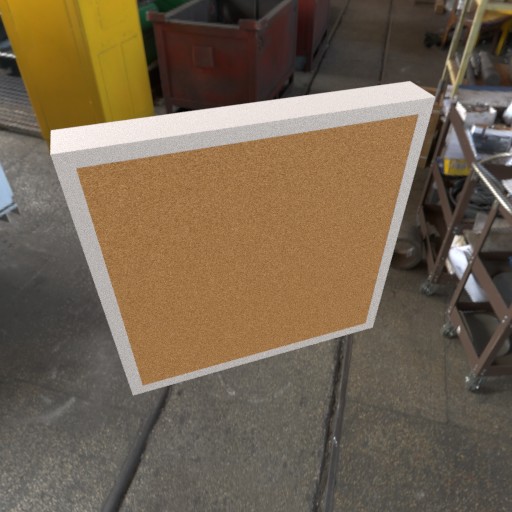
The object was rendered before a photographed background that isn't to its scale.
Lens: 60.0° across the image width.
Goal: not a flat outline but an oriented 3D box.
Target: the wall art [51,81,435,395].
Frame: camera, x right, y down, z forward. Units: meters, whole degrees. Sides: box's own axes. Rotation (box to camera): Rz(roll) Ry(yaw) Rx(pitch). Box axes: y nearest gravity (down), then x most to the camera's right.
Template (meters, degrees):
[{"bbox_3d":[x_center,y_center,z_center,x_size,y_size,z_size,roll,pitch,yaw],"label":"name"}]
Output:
[{"bbox_3d":[0.000,0.000,0.448,0.305,0.302,0.038,-13,43,-14],"label":"wall art"}]
